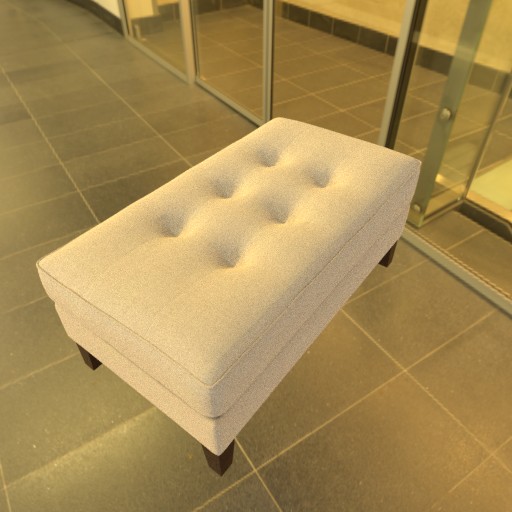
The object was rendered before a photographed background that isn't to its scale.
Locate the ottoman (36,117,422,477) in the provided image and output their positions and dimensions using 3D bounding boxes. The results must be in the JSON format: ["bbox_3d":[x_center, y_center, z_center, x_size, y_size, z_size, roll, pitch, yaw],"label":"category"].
[{"bbox_3d":[0.000,0.000,1.494,0.648,0.508,1.143,27,49,27],"label":"ottoman"}]
